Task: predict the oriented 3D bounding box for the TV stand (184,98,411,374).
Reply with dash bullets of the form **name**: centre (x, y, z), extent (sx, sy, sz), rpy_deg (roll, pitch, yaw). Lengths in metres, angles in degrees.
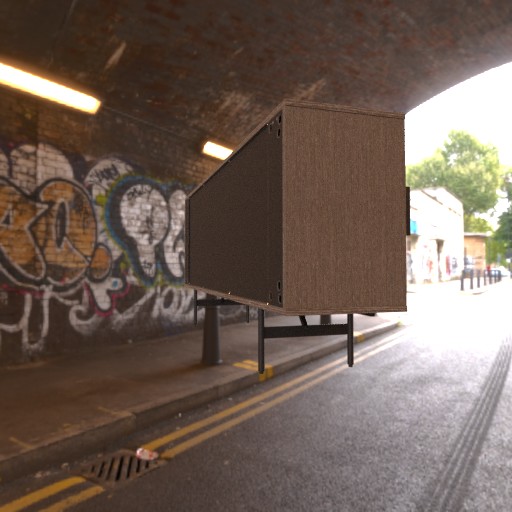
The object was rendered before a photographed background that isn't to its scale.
- **TV stand**: centre (0.000, 0.000, 2.079), extent (0.405, 0.787, 1.804), rpy_deg (0, -1, -17)
